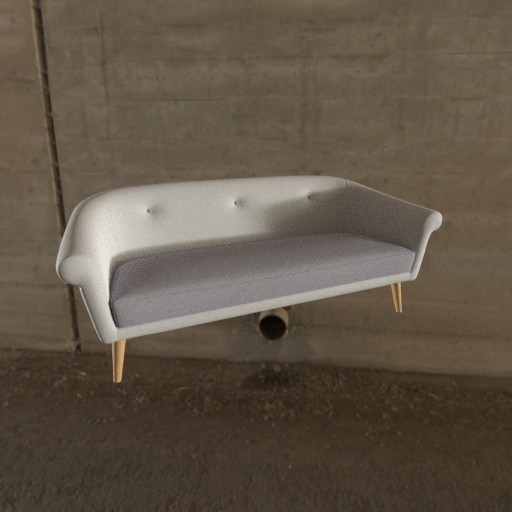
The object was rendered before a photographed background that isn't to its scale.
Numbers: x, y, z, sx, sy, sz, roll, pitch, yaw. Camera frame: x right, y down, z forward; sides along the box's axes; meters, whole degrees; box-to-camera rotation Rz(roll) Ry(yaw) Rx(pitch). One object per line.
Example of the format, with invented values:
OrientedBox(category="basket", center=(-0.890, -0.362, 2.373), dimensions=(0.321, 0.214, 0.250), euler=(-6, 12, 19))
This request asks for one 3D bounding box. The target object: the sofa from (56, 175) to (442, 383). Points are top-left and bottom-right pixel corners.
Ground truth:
OrientedBox(category="sofa", center=(0.000, 0.000, 2.601), dimensions=(2.160, 0.795, 0.827), euler=(-8, 18, -26))
